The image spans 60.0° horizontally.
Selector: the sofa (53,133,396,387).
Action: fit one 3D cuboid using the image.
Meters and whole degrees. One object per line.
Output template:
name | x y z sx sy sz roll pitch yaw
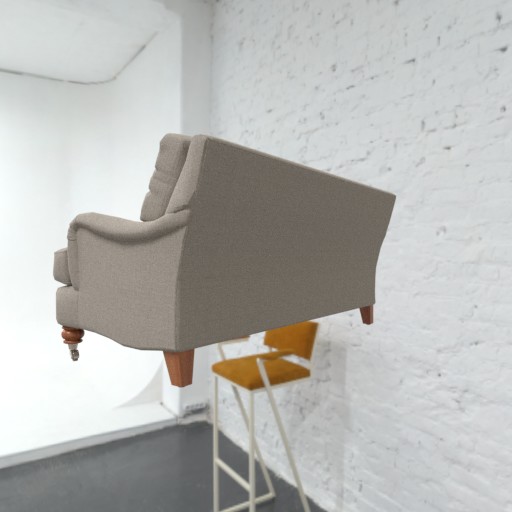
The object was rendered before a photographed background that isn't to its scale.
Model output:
sofa | 0.000 0.000 2.793 1.087 1.054 2.160 0 0 36
